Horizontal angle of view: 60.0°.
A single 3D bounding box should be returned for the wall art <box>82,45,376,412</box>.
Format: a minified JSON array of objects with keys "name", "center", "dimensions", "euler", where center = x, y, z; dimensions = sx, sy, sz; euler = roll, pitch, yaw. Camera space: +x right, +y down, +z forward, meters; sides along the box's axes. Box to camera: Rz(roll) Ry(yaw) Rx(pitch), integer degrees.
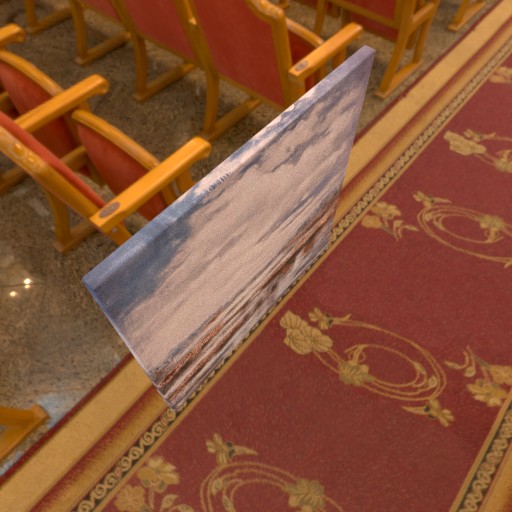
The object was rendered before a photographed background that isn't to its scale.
[{"name":"wall art","center":[0.000,0.000,1.493],"dimensions":[0.040,1.020,1.010],"euler":[36,64,20]}]
